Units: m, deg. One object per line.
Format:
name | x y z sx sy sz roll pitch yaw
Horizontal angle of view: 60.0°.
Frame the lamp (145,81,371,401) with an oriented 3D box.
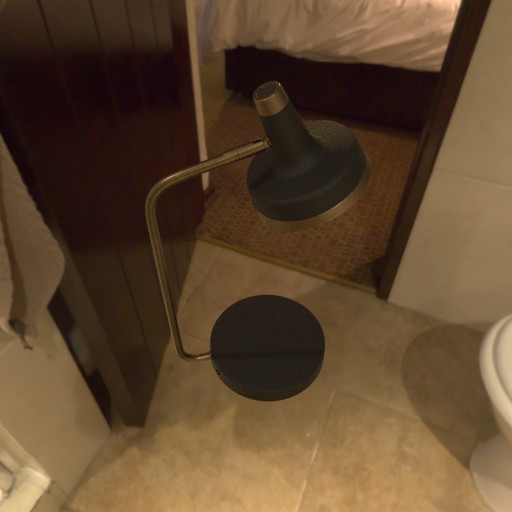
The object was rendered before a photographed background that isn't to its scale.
lamp | 0.000 0.000 0.490 0.218 0.385 0.162 -10 47 -10
